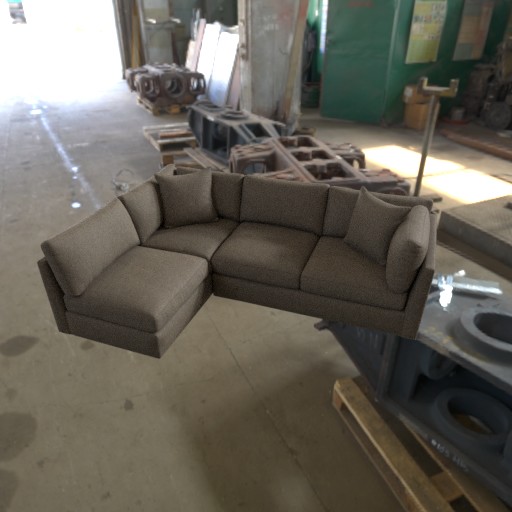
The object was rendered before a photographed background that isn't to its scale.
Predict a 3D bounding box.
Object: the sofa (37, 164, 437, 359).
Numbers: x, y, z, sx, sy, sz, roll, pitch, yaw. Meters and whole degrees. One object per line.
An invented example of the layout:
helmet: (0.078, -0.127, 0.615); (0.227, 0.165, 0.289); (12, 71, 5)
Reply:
sofa: (0.000, 0.000, 3.874); (2.896, 0.978, 1.994); (10, 32, 17)
